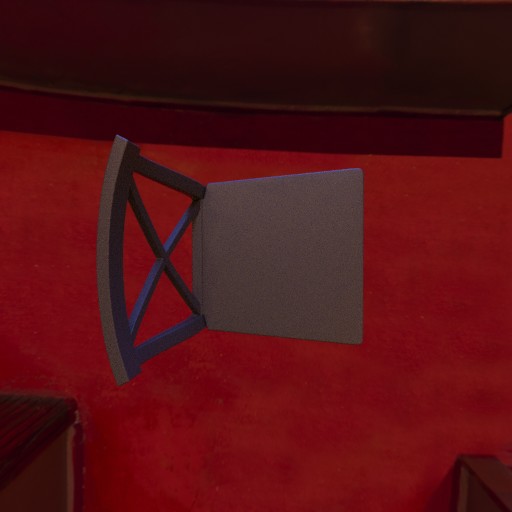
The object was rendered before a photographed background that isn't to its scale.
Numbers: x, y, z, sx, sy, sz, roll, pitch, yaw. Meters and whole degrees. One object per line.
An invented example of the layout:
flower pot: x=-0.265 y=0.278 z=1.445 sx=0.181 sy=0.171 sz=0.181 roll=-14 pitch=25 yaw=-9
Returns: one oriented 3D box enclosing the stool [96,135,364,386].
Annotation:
stool: x=0.000 y=0.000 z=1.269 sx=0.559 sy=0.989 sz=0.452 roll=0 pitch=91 yaw=0
